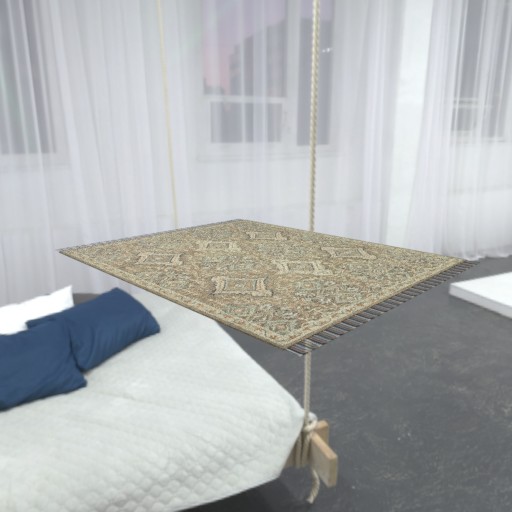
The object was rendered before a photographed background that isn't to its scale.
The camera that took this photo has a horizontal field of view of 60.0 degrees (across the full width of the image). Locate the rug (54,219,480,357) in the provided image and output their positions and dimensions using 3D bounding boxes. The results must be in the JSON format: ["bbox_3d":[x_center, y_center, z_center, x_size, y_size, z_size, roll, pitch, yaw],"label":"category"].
[{"bbox_3d":[0.000,0.000,4.048,2.437,0.010,3.056,-14,20,-43],"label":"rug"}]
